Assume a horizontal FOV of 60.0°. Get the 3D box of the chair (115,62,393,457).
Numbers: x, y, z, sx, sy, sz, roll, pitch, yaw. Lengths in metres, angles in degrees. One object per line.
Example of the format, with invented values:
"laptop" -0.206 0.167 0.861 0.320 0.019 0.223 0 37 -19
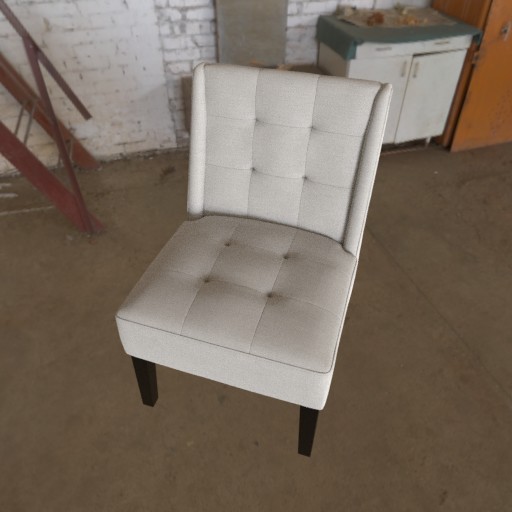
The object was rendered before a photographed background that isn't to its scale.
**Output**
"chair" 0.000 0.000 1.283 0.569 0.853 0.676 12 43 13
